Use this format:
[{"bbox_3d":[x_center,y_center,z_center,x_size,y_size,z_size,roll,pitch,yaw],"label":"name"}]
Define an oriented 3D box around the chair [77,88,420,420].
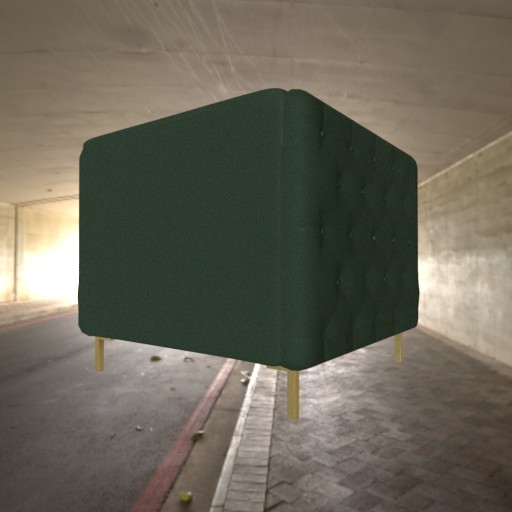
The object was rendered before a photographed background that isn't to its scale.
[{"bbox_3d":[0.000,0.000,1.552,0.917,0.768,0.855,-1,-1,36],"label":"chair"}]
